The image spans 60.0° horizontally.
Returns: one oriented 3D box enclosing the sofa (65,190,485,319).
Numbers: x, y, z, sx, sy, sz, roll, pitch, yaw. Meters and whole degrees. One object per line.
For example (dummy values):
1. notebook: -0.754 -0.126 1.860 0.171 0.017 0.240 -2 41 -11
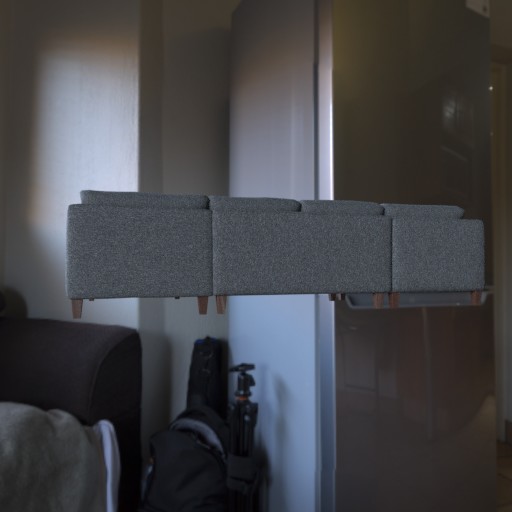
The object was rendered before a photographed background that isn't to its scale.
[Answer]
1. sofa: 0.000 0.000 4.387 3.238 0.853 2.551 0 -1 -17
